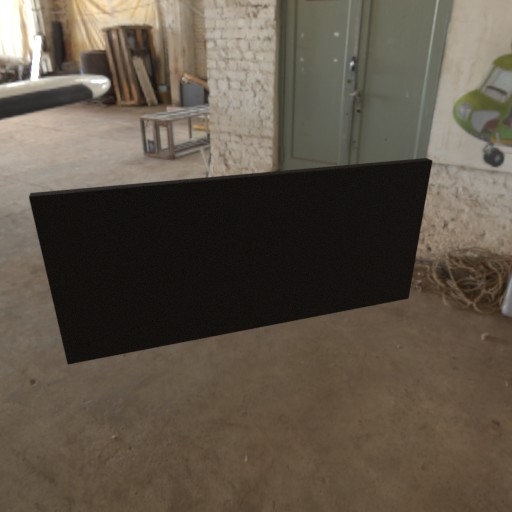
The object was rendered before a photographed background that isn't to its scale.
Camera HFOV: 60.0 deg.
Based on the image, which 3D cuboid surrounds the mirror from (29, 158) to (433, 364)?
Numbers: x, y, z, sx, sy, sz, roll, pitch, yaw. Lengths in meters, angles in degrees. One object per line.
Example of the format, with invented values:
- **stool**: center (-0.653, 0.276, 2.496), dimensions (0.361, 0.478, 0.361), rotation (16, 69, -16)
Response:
- **mirror**: center (0.000, 0.000, 1.845), dimensions (1.584, 0.692, 0.047), rotation (-8, 27, -17)
